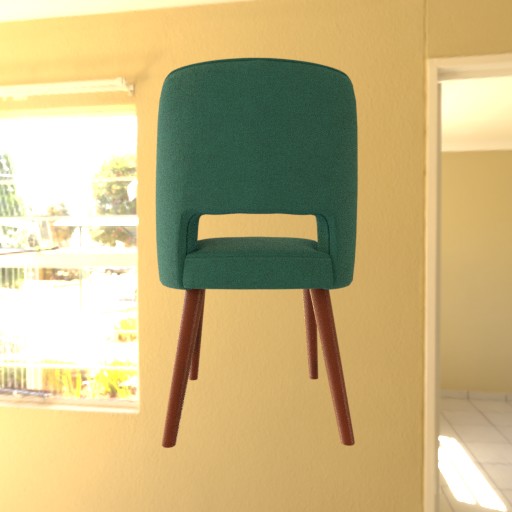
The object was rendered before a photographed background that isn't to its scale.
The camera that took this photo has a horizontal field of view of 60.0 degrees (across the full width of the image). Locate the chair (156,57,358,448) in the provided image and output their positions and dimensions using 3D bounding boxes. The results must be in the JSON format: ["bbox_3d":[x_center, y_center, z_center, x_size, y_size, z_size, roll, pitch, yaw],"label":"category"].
[{"bbox_3d":[0.000,0.000,1.237,0.548,0.849,0.605,0,0,-2],"label":"chair"}]
